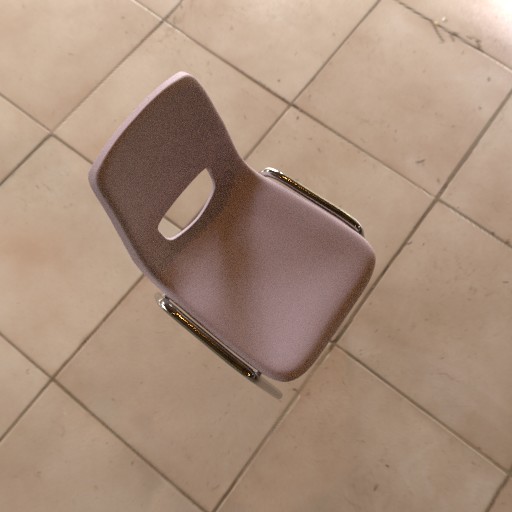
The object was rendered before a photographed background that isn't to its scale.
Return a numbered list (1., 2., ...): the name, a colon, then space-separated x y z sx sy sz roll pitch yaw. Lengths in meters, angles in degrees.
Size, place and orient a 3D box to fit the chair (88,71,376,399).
1. chair: 0.000 0.000 0.778 0.385 0.536 0.354 35 78 9
